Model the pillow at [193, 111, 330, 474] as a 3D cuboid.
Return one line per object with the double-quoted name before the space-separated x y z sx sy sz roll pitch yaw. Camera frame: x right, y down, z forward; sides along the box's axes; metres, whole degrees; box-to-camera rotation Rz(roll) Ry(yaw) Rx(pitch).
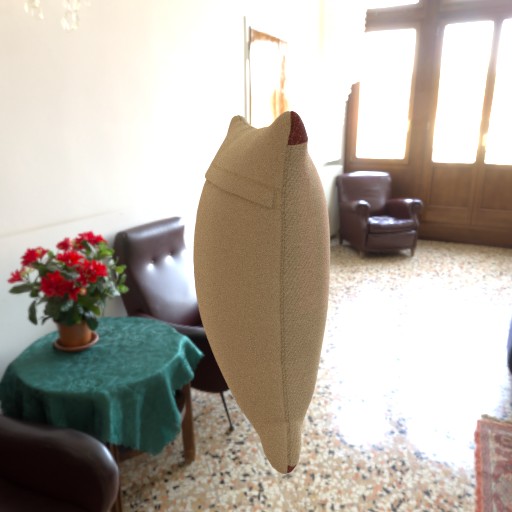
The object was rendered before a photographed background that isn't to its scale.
"pillow" 0.000 0.000 0.813 0.229 0.506 0.536 -3 16 -9
